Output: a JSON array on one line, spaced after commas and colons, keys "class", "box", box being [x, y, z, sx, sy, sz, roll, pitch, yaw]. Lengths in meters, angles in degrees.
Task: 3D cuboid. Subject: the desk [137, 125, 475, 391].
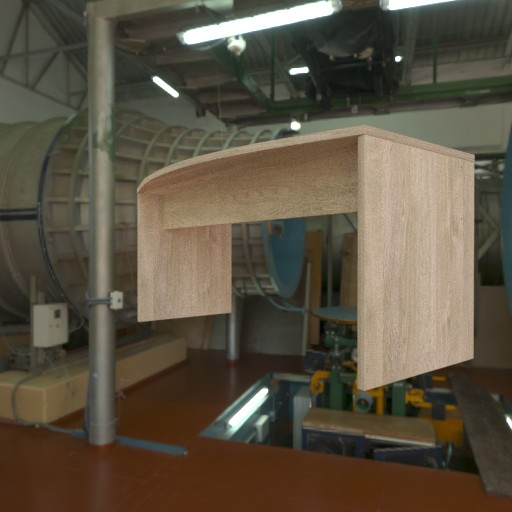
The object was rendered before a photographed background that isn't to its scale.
[{"class": "desk", "box": [0.000, 0.000, 2.025, 0.802, 0.752, 1.600, 0, 1, -38]}]
